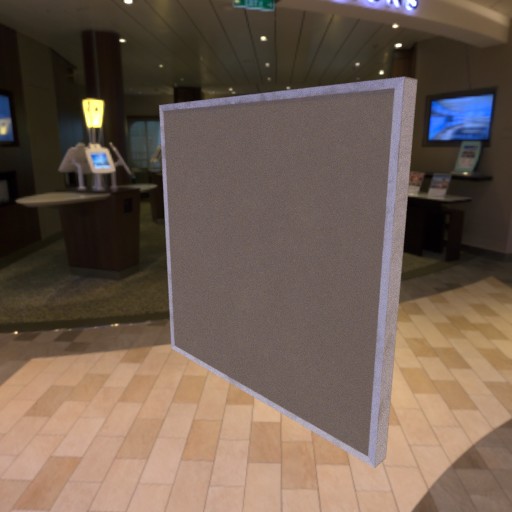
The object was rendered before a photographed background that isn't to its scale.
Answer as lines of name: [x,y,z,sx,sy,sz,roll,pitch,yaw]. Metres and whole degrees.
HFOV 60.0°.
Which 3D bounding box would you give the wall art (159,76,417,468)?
wall art: [0.000,0.000,0.739,0.029,0.506,0.508,-13,19,-42]
